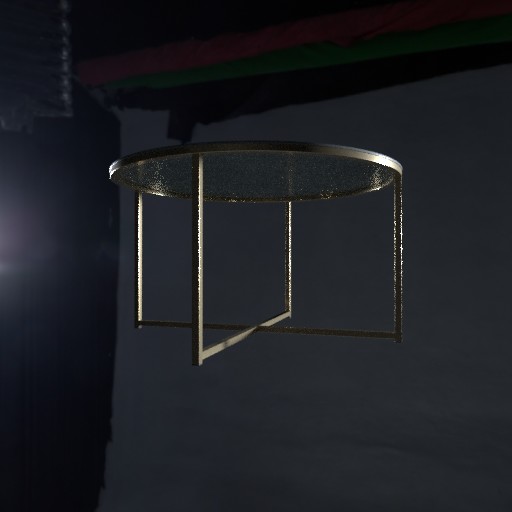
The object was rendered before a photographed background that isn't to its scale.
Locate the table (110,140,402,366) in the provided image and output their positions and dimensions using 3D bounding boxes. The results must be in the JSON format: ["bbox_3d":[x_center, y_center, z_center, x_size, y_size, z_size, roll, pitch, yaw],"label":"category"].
[{"bbox_3d":[0.000,0.000,1.274,0.800,0.450,0.800,0,-1,0],"label":"table"}]
